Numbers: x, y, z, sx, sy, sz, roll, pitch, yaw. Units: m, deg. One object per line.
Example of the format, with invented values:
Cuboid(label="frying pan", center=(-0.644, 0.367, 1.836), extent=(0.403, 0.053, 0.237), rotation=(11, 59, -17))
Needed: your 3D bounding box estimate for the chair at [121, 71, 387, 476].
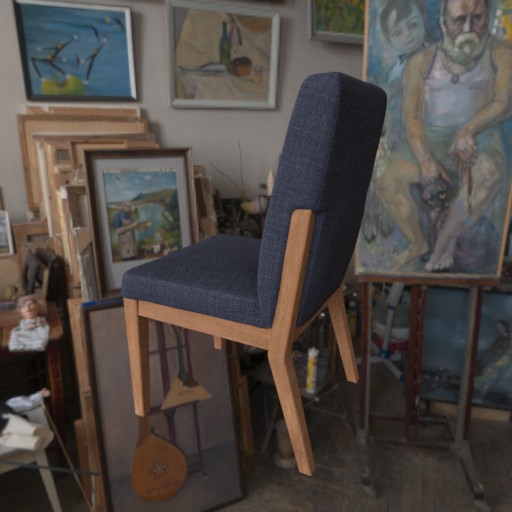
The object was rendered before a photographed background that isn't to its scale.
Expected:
Cuboid(label="chair", center=(0.000, 0.000, 1.254), extent=(0.586, 0.911, 0.507), rotation=(8, 18, 25))
